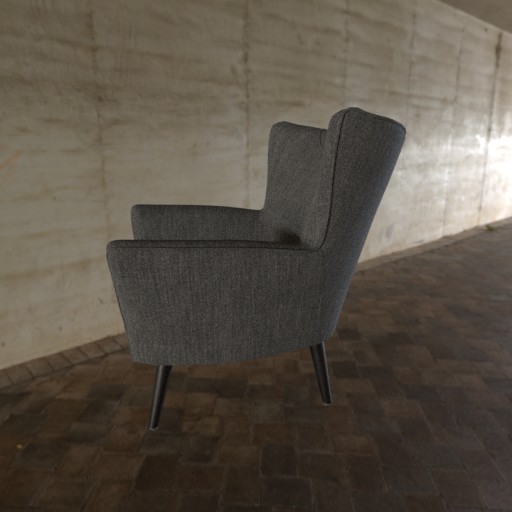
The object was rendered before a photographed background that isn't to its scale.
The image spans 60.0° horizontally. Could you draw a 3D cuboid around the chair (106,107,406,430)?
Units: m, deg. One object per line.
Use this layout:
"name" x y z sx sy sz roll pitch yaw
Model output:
"chair" 0.000 0.000 1.539 0.888 0.933 0.781 -3 15 -10
